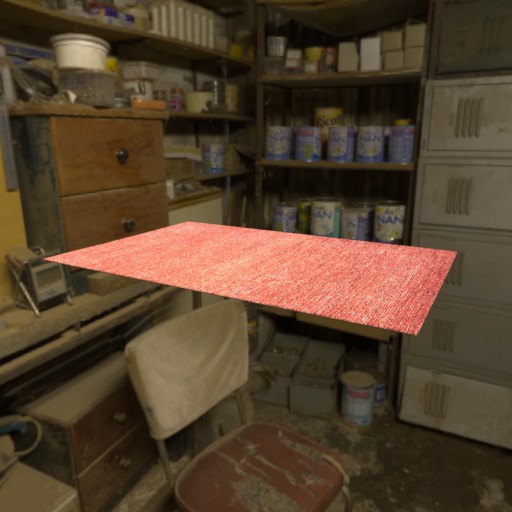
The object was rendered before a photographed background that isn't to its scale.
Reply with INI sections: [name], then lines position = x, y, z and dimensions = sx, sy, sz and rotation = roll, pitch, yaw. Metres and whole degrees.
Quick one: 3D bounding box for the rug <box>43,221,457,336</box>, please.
[rug]
position = 0.000, 0.000, 2.223
dimensions = 1.747, 0.011, 1.139
rotation = 8, 17, 28
